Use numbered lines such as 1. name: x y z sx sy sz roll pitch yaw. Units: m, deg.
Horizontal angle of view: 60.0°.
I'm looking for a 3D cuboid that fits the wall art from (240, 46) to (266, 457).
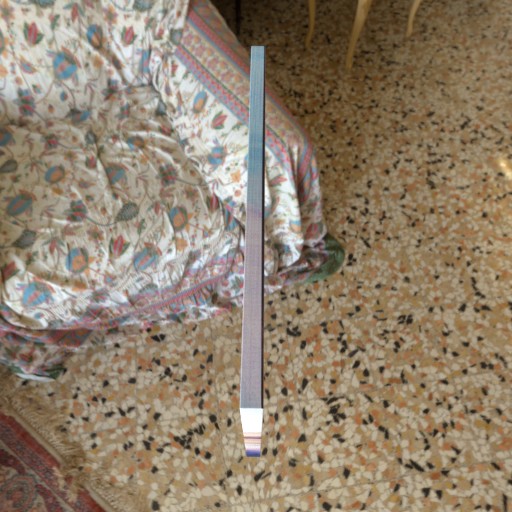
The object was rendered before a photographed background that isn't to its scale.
1. wall art: 0.000 0.000 1.178 0.037 0.605 0.911 1 59 0
